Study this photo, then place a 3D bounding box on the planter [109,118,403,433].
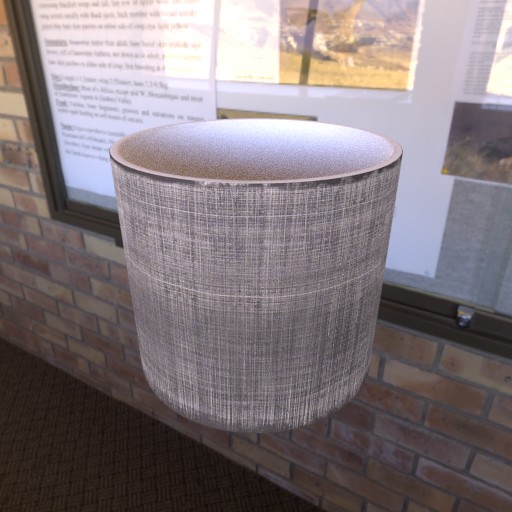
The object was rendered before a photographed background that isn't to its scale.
[{"bbox_3d":[0.000,0.000,0.392,0.221,0.201,0.221,0,26,0],"label":"planter"}]
